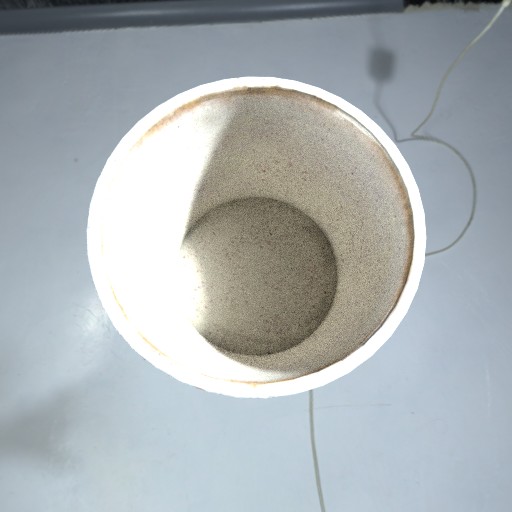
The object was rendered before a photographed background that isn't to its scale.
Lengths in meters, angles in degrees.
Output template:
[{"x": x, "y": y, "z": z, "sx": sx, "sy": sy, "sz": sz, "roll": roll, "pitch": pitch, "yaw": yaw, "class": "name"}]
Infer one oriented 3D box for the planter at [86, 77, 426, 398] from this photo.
[{"x": 0.000, "y": 0.000, "z": 0.312, "sx": 0.186, "sy": 0.144, "sz": 0.186, "roll": 0, "pitch": 74, "yaw": 0, "class": "planter"}]
